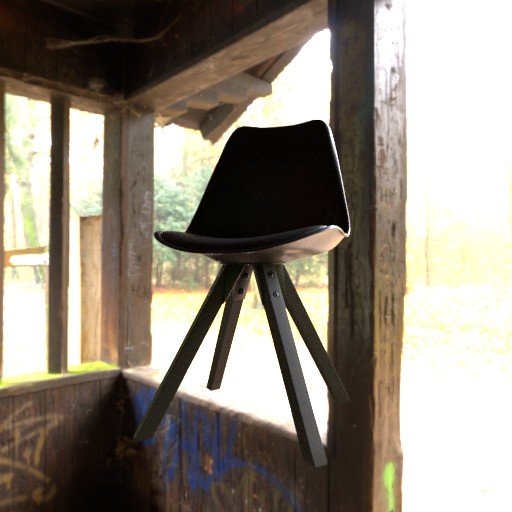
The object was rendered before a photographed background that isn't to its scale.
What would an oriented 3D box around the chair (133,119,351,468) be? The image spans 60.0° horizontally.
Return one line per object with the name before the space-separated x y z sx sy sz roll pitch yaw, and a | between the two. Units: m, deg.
chair | 0.000 0.000 1.179 0.485 0.850 0.530 0 0 18
